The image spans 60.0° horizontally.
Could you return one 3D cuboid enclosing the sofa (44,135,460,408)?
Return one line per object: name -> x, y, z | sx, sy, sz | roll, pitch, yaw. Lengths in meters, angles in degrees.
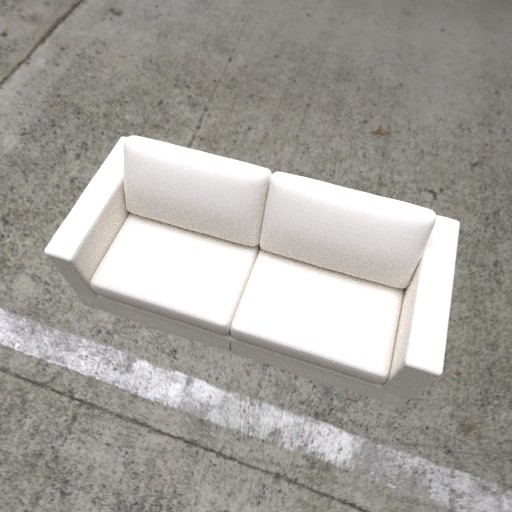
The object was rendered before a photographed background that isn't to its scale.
sofa -> 0.000, 0.000, 2.634 | 2.163, 0.881, 0.954 | 16, 60, 9
